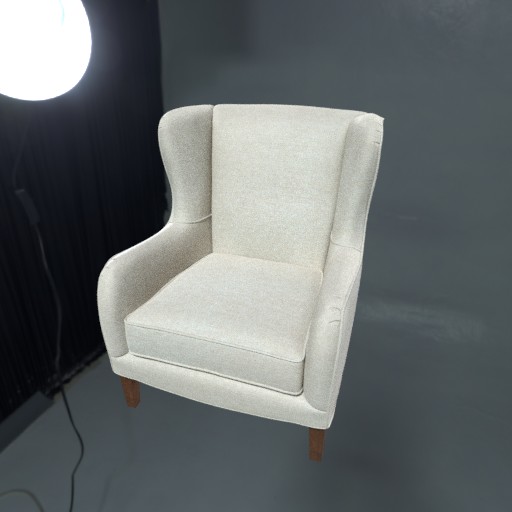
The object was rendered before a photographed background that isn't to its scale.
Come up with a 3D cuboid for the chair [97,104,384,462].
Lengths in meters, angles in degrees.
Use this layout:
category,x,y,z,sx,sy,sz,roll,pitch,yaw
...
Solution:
category,x,y,z,sx,sy,sz,roll,pitch,yaw
chair,0.000,0.000,1.741,0.838,1.040,0.966,9,28,17
